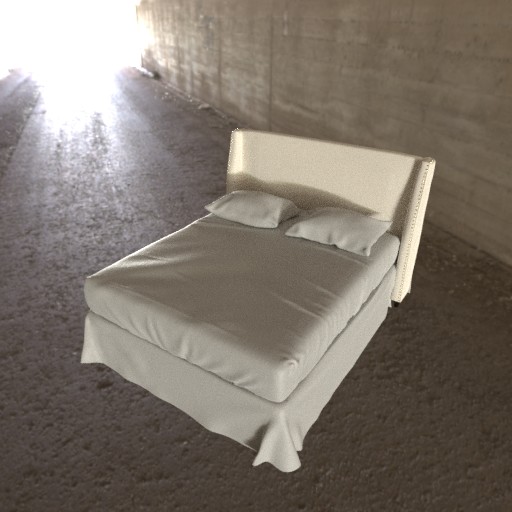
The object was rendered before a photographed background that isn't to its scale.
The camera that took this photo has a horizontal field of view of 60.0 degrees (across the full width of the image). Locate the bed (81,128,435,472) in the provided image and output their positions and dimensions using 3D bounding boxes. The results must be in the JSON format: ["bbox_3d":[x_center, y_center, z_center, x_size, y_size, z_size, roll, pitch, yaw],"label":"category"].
[{"bbox_3d":[0.000,0.000,3.432,1.925,1.332,2.276,18,33,29],"label":"bed"}]
